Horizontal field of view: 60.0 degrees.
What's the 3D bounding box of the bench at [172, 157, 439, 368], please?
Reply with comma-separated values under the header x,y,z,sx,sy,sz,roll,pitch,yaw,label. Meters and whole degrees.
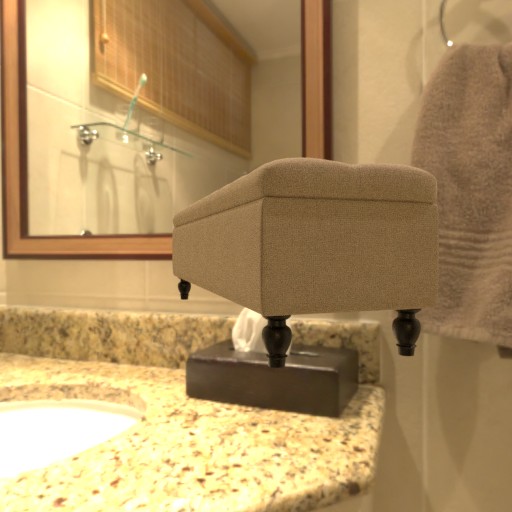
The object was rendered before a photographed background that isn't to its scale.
x,y,z,sx,sy,sz,roll,pitch,yaw,label
0.000,0.000,1.686,0.455,0.467,1.480,0,1,-18,bench
